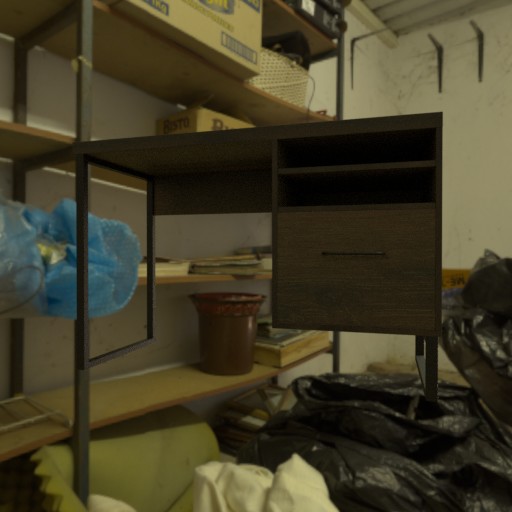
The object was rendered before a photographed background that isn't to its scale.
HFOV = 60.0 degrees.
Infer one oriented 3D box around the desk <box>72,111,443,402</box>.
[{"bbox_3d":[0.000,0.000,1.517,1.134,0.752,0.511,0,1,17],"label":"desk"}]
